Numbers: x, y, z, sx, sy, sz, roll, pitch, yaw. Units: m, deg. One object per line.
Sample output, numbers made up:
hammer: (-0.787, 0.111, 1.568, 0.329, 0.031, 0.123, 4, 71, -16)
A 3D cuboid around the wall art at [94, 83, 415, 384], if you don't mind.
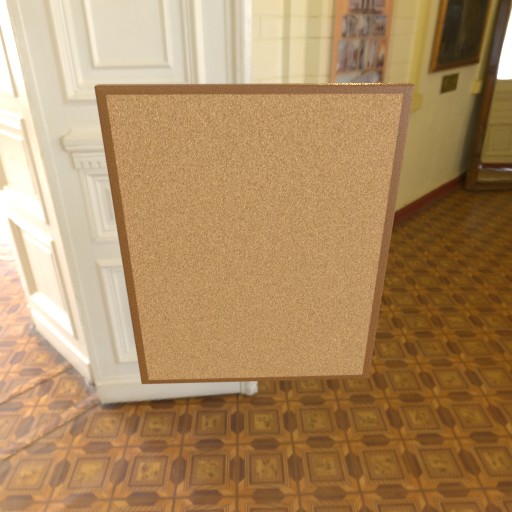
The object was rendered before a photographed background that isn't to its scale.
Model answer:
wall art: (0.000, 0.000, 0.521, 0.310, 0.379, 0.015, -1, 28, -2)
